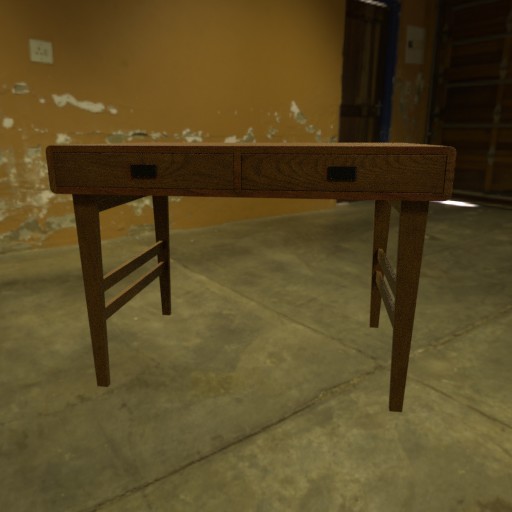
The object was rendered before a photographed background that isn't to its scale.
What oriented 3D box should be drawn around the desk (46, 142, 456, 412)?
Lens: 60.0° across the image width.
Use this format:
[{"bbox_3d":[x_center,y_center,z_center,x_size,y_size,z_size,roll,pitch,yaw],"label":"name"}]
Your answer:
[{"bbox_3d":[0.000,0.000,1.539,1.066,0.754,0.660,2,15,8],"label":"desk"}]
